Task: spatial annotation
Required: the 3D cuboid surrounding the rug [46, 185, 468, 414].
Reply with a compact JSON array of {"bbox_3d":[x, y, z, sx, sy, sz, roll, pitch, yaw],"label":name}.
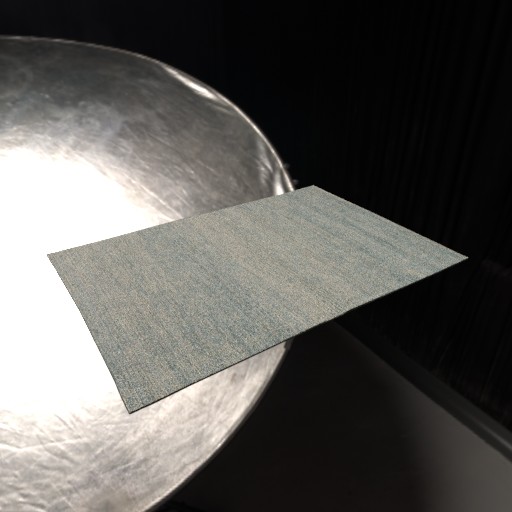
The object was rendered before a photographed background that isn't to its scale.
[{"bbox_3d":[0.000,0.000,5.167,4.078,0.052,2.802,-18,34,-28],"label":"rug"}]
